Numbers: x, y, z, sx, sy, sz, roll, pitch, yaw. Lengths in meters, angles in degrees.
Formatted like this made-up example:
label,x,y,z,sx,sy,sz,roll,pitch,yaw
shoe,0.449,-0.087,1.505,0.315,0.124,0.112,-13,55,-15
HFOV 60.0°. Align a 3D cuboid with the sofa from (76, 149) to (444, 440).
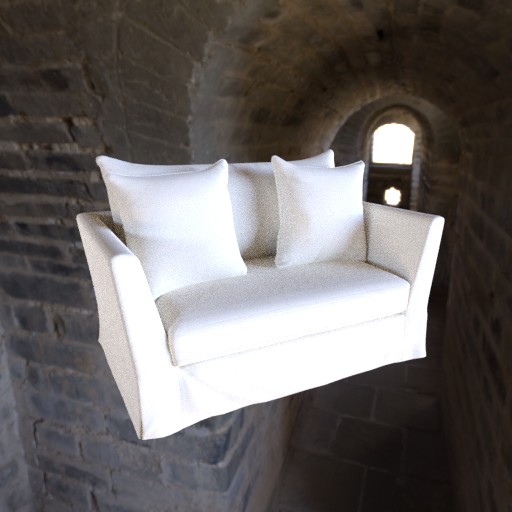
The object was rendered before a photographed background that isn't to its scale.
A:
label,x,y,z,sx,sy,sz,roll,pitch,yaw
sofa,0.000,0.000,2.300,1.608,1.039,1.026,-8,17,-26
